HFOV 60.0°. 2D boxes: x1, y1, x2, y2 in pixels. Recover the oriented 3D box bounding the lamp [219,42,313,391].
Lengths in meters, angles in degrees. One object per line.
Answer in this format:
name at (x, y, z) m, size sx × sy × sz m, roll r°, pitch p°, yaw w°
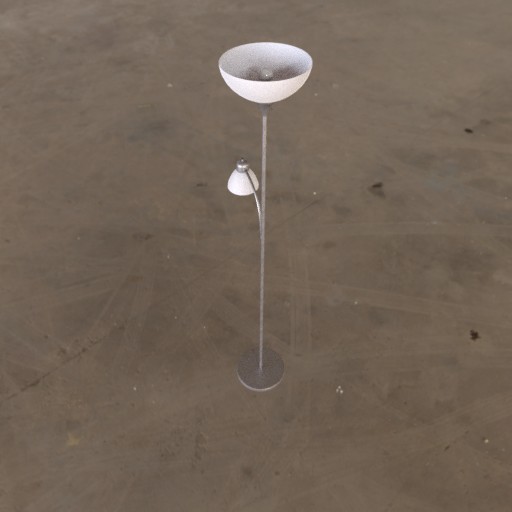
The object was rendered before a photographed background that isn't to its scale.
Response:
lamp at (0.000, 0.000, 1.989) m, size 0.279 × 1.804 × 0.425 m, roll -16°, pitch 49°, yaw -14°
